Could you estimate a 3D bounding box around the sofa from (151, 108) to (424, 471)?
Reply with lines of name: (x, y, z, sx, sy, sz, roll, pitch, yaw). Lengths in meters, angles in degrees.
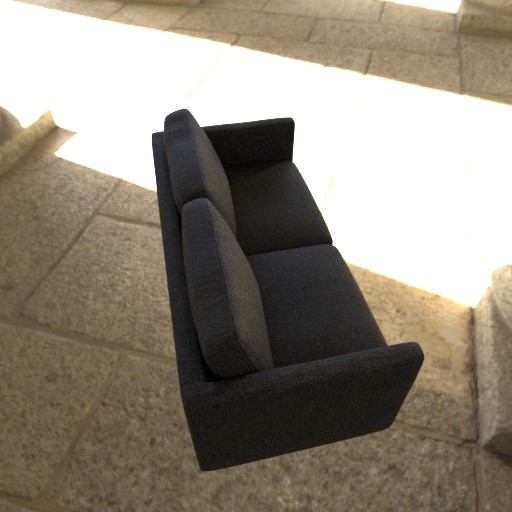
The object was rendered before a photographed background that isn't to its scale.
sofa: (0.000, 0.000, 2.411, 0.950, 0.963, 1.884, -9, 47, -9)
